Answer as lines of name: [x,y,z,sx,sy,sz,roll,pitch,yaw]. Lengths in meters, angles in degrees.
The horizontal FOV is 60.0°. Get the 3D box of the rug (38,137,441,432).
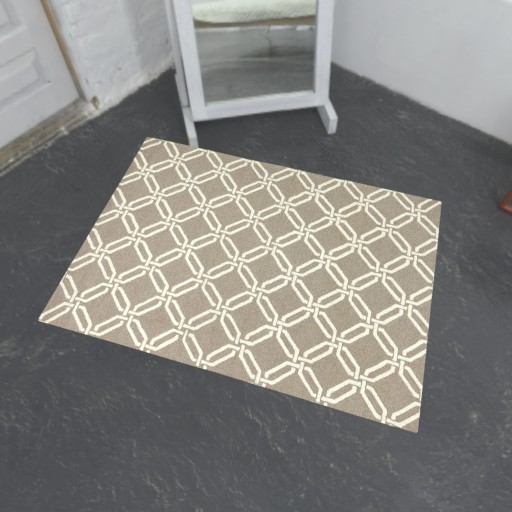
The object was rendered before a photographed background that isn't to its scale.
rug: [0.000,0.000,4.384,3.419,0.020,2.441,14,60,9]
